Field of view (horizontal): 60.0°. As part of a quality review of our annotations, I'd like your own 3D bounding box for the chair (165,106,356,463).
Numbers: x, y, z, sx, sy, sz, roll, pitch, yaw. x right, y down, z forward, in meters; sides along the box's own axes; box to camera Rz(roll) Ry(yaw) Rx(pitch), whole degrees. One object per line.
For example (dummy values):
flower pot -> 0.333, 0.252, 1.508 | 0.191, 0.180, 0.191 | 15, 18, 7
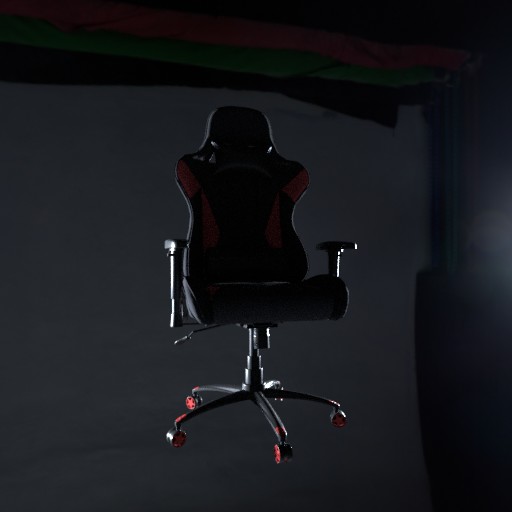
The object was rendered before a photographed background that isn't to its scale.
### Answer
chair -> 0.000, 0.000, 1.716 | 0.695, 1.326, 0.658 | 0, 0, -17
